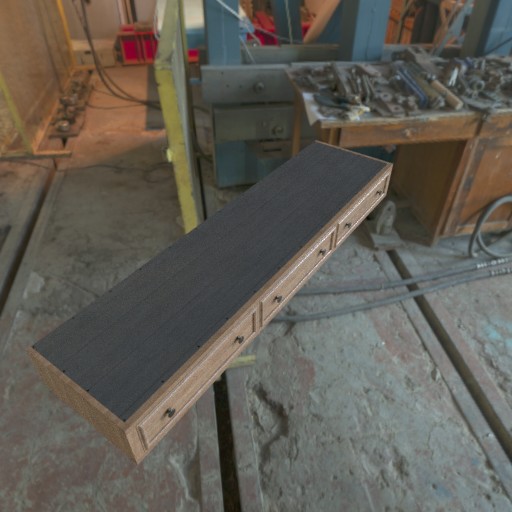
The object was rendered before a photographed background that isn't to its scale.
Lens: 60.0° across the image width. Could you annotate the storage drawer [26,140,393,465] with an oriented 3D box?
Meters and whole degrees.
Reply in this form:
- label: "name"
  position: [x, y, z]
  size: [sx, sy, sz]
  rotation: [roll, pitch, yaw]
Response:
- label: "storage drawer"
  position: [0.000, 0.000, 2.156]
  size: [0.538, 0.264, 2.032]
  rotation: [25, 47, 27]
